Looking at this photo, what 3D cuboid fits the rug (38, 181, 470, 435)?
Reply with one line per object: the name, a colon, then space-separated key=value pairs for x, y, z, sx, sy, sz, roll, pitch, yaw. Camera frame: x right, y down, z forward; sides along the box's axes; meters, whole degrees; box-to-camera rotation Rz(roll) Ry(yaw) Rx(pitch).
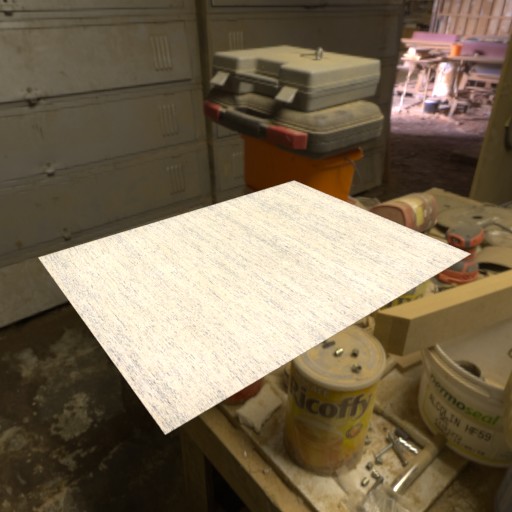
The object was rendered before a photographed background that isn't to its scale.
rug: x=0.000 y=0.000 z=4.120 sx=3.197 sy=0.006 sz=2.438 roll=-22 pitch=37 yaw=-32
